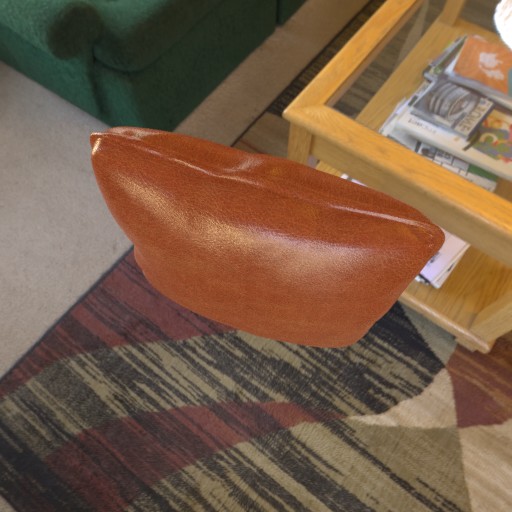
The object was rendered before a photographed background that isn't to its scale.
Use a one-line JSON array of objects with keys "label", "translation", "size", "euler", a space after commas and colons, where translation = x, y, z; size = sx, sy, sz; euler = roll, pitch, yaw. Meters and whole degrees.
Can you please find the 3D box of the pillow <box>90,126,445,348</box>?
[{"label": "pillow", "translation": [0.000, 0.000, 0.830], "size": [0.532, 0.523, 0.236], "euler": [17, 65, 8]}]
